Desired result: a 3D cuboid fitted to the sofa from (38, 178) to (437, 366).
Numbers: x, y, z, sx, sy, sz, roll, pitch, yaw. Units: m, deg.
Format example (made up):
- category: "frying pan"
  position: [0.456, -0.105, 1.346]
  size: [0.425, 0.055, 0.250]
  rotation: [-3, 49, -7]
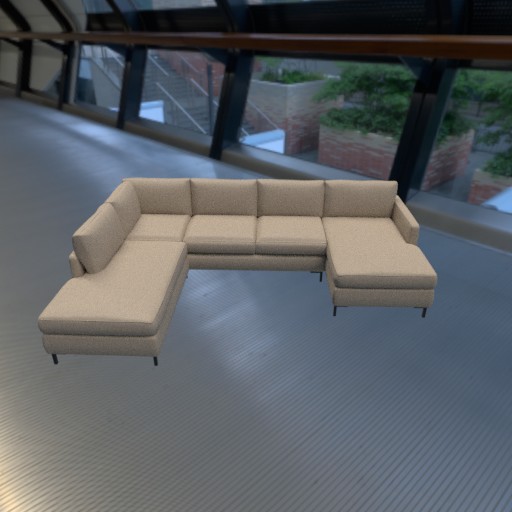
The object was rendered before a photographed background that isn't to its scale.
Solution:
- category: "sofa"
  position: [0.000, 0.000, 3.575]
  size: [2.737, 0.756, 1.879]
  rotation: [1, 28, 2]
